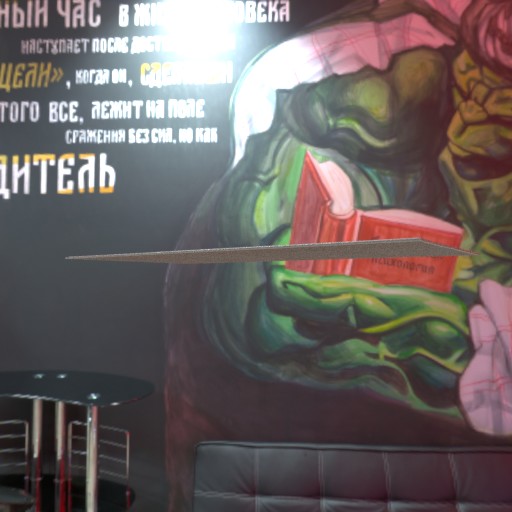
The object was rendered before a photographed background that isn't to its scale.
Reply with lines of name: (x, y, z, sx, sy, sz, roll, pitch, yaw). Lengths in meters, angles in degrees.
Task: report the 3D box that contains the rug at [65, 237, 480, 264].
rug: (0.000, 0.000, 1.440, 1.219, 0.007, 0.604, -2, -4, 36)
